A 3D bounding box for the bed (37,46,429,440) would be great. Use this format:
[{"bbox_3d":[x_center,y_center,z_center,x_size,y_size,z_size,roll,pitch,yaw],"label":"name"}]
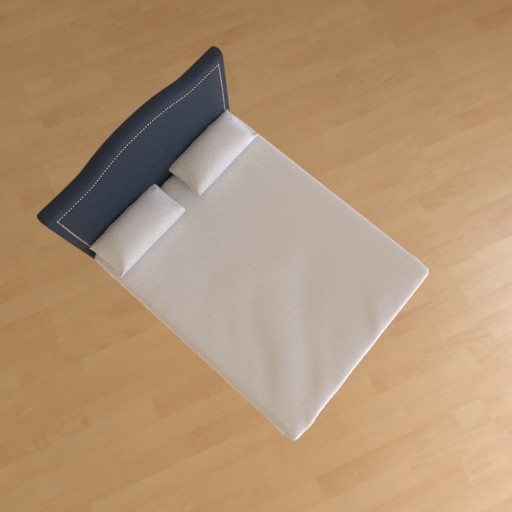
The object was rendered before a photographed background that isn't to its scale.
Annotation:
[{"bbox_3d":[0.000,0.000,3.420,2.282,1.436,1.821,40,80,9],"label":"bed"}]
